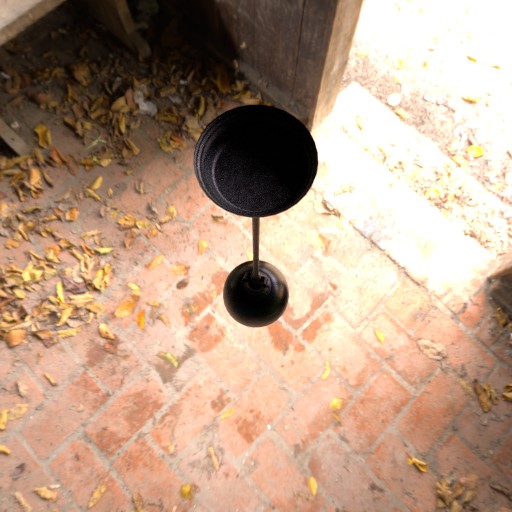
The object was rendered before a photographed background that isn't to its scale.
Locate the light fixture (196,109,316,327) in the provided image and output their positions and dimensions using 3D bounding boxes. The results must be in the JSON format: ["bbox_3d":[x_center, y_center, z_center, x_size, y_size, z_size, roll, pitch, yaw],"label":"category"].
[{"bbox_3d":[0.000,0.000,0.851,0.182,0.768,0.182,16,75,4],"label":"light fixture"}]
